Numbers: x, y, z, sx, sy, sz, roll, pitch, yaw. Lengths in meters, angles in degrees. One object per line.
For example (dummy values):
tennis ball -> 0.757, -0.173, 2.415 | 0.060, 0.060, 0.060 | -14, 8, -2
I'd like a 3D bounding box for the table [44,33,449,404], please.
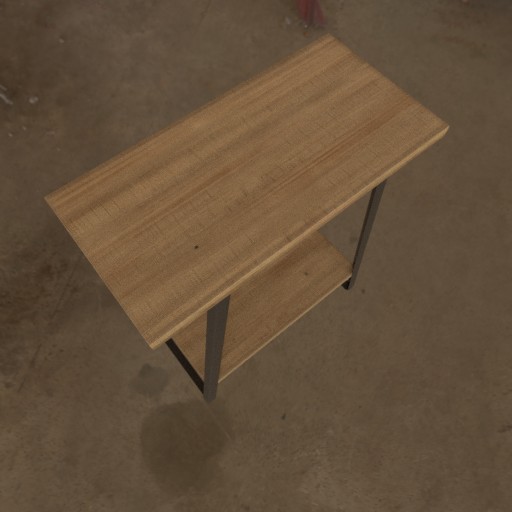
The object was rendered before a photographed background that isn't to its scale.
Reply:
table -> 0.000, 0.000, 1.029 | 0.599, 0.701, 0.300 | -36, 69, -16
